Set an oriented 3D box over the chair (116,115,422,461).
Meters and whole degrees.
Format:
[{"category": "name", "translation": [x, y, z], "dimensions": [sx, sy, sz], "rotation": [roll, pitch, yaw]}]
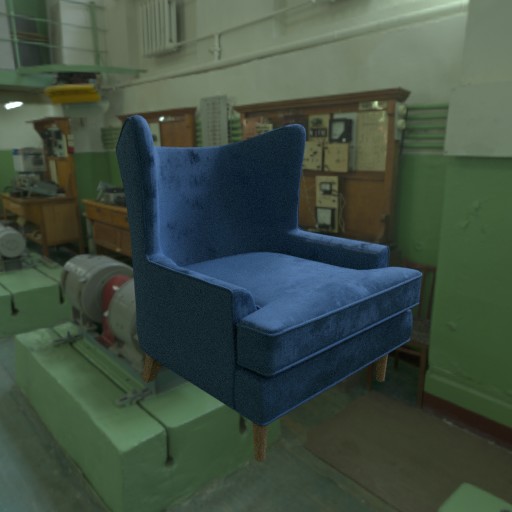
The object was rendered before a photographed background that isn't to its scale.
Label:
[{"category": "chair", "translation": [0.000, 0.000, 1.600], "dimensions": [0.793, 0.952, 0.910], "rotation": [-13, 18, -42]}]
